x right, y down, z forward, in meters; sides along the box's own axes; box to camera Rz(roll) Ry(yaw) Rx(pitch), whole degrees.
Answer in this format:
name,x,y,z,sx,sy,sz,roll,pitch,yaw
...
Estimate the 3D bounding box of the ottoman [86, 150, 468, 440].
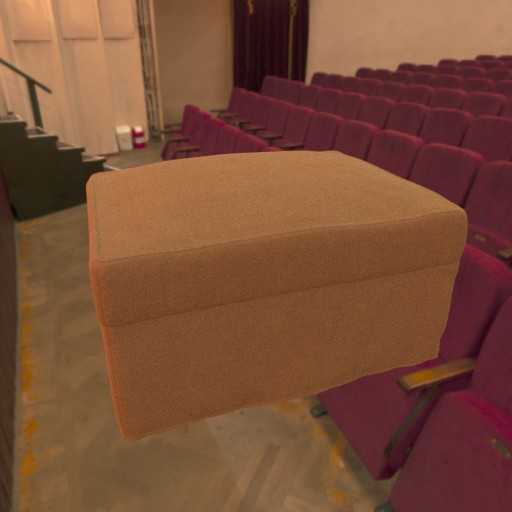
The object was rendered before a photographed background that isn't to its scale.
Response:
name,x,y,z,sx,sy,sz,roll,pitch,yaw
ottoman,0.000,0.000,1.223,0.833,0.485,0.650,-9,27,-18
